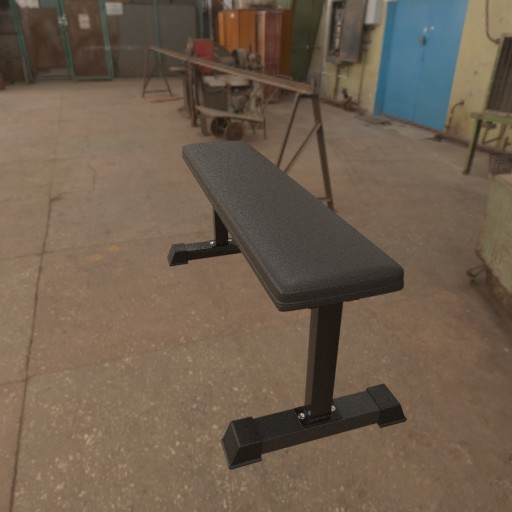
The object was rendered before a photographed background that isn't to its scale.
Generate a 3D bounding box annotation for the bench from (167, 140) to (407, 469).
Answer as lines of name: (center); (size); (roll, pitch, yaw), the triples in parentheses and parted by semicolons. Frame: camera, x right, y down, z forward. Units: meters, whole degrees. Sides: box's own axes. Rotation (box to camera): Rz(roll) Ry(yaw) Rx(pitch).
bench: (0.000, 0.000, 1.324); (0.439, 0.453, 1.072); (-8, 29, -15)
